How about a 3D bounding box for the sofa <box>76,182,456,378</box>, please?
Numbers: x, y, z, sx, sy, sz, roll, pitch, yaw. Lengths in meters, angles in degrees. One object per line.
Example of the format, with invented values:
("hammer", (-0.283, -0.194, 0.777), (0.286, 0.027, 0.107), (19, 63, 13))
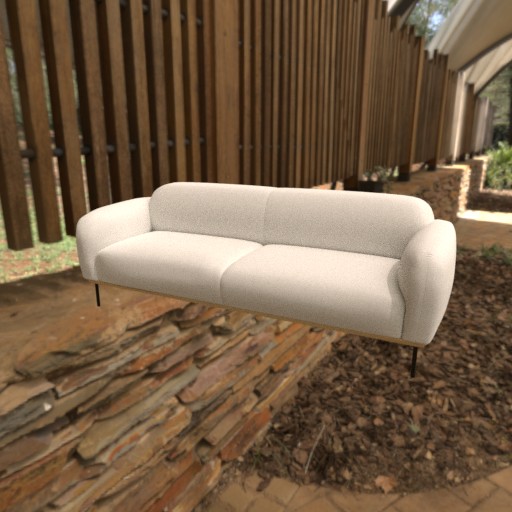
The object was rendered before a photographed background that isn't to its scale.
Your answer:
("sofa", (0.000, 0.000, 2.747), (2.257, 0.780, 0.880), (8, 17, 25))
